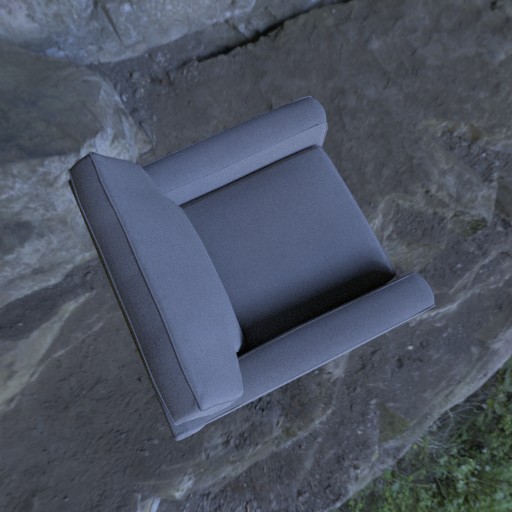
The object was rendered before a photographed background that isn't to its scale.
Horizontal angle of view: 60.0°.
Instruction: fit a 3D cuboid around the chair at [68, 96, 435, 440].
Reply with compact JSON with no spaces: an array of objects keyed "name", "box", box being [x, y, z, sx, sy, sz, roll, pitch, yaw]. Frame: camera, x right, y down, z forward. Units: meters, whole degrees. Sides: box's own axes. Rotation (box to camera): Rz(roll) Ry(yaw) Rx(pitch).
[{"name":"chair","box":[0.000,0.000,1.811,1.044,0.934,0.999,-25,77,-6]}]
